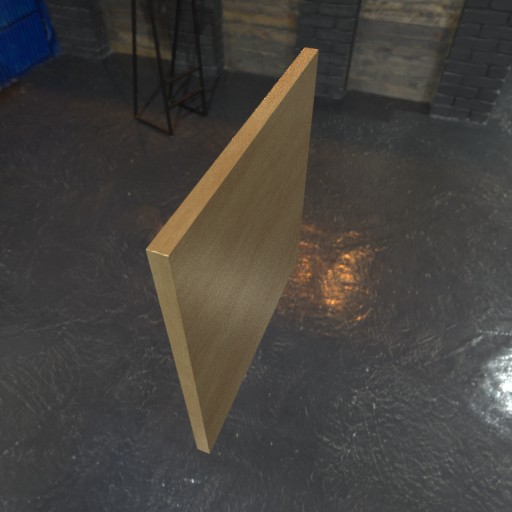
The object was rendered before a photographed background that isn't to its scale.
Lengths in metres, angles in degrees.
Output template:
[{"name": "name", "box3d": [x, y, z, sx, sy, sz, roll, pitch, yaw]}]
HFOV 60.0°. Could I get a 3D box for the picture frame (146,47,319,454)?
[{"name": "picture frame", "box3d": [0.000, 0.000, 1.140, 0.037, 0.761, 0.758, 16, 49, 15]}]
